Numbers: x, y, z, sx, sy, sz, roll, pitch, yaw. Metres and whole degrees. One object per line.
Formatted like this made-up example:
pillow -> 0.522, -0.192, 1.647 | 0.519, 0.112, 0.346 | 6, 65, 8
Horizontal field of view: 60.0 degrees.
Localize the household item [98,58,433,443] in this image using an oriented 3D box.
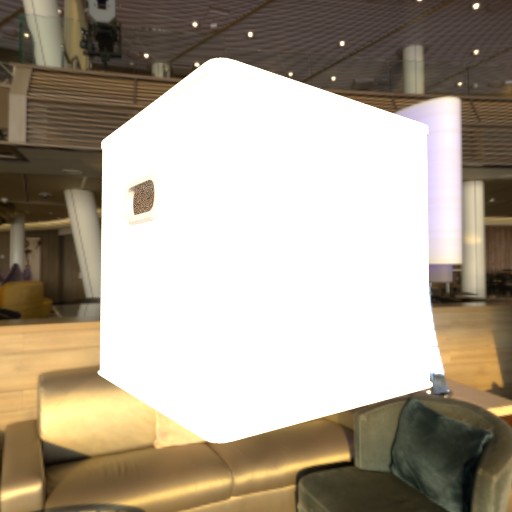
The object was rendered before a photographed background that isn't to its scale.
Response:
household item -> 0.000, 0.000, 0.554 | 0.305, 0.305, 0.305 | 1, -2, -36
